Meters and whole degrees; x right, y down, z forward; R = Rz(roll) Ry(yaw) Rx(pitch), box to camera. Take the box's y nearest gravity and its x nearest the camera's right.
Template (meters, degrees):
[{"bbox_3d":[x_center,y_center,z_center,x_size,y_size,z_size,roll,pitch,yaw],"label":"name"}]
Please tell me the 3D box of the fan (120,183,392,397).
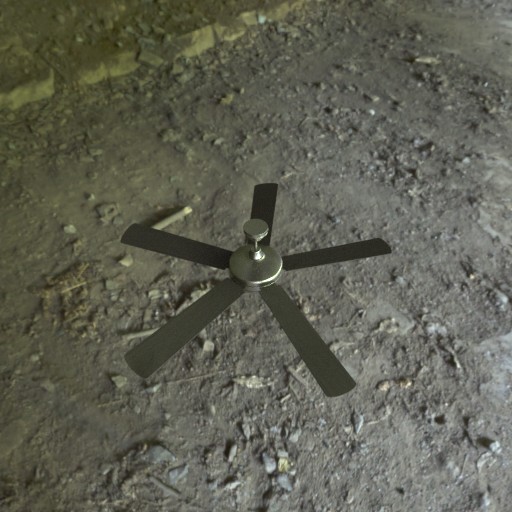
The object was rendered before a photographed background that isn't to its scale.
[{"bbox_3d":[0.000,0.000,2.004,1.321,0.356,1.321,-3,46,-3],"label":"fan"}]
